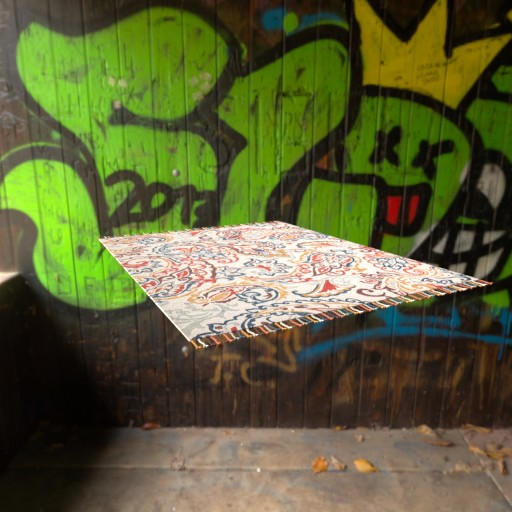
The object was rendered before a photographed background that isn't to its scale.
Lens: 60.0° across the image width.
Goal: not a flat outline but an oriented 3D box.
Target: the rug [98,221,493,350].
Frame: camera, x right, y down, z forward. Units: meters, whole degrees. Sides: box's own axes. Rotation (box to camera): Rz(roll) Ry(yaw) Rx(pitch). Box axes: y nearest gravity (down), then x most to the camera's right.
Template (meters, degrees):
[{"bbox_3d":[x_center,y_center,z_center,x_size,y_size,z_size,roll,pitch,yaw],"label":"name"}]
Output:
[{"bbox_3d":[0.000,0.000,4.295,2.439,0.015,3.274,-7,16,-27],"label":"rug"}]
